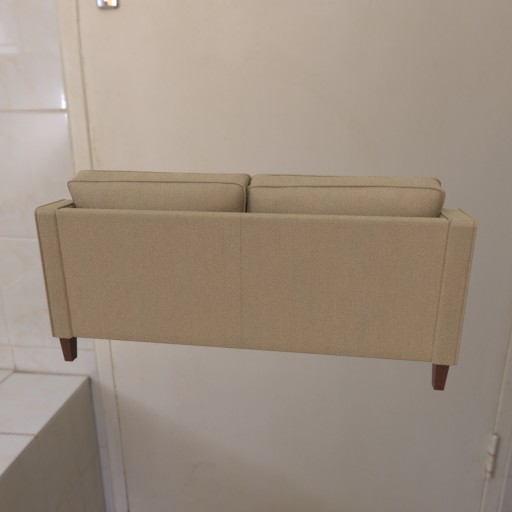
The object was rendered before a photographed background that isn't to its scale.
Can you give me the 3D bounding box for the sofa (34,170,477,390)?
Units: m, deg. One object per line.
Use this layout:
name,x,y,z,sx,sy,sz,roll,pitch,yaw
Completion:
sofa,0.000,0.000,2.742,2.178,1.071,1.066,2,16,8
